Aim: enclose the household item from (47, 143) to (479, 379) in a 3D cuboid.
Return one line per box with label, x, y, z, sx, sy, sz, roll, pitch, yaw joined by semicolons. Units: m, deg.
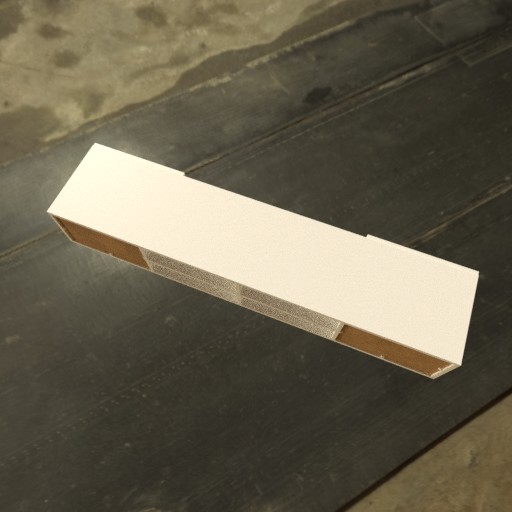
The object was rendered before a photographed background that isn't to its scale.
household item;0.000;0.000;2.061;1.850;0.310;0.420;20;66;9
